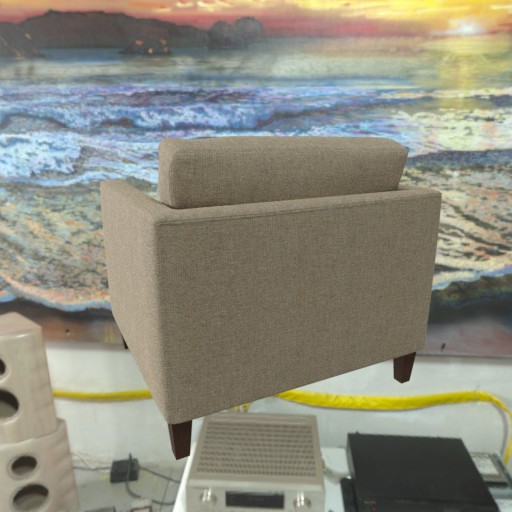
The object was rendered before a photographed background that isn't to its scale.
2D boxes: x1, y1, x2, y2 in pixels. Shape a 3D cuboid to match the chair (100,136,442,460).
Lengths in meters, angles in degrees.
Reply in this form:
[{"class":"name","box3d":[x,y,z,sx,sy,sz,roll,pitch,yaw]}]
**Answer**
[{"class":"chair","box3d":[0.000,0.000,1.861,1.107,0.987,0.959,-8,18,-26]}]
